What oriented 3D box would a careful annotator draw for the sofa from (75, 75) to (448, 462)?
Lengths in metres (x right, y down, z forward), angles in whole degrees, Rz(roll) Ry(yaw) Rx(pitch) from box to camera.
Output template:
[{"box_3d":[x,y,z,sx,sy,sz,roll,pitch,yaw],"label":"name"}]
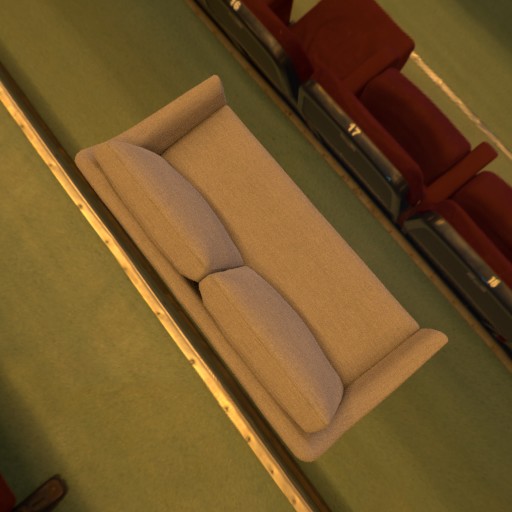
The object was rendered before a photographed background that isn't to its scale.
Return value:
[{"box_3d":[0.000,0.000,2.561,0.980,0.913,2.036,-38,79,-8],"label":"sofa"}]
